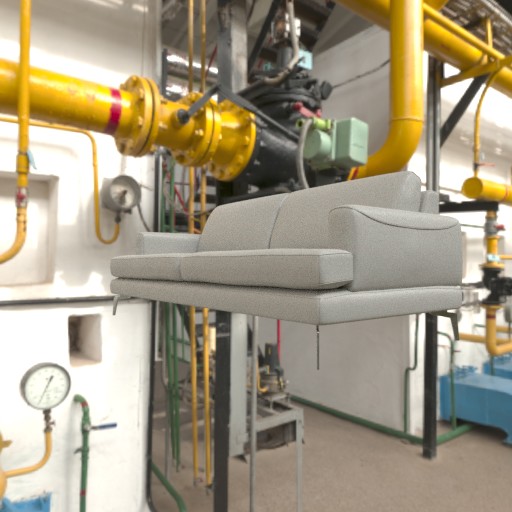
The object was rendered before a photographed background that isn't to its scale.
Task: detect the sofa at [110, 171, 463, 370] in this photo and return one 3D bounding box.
[{"bbox_3d":[0.000,0.000,2.461,0.974,0.765,1.940,1,-1,-38],"label":"sofa"}]
